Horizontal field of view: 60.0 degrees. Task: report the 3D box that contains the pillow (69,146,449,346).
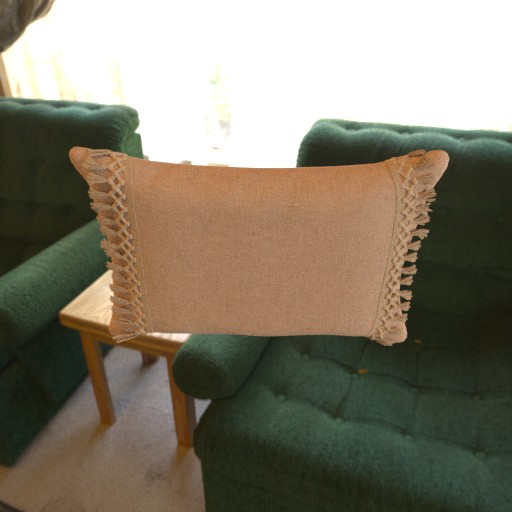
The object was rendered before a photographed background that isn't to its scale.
[{"bbox_3d":[0.000,0.000,0.614,0.466,0.305,0.084,1,31,2],"label":"pillow"}]
